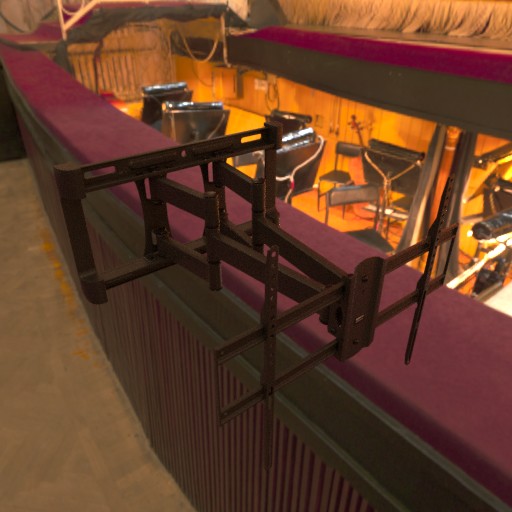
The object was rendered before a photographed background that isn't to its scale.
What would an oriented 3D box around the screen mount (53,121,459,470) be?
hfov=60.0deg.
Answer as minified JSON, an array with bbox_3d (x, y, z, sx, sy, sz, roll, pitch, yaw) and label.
[{"bbox_3d":[0.000,0.000,1.059,0.661,0.491,0.644,-22,37,-32],"label":"screen mount"}]
